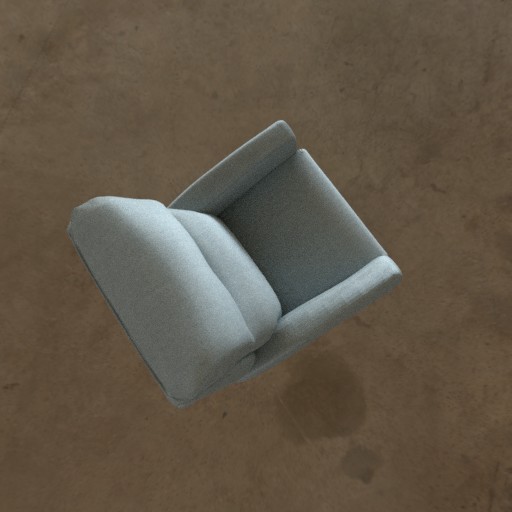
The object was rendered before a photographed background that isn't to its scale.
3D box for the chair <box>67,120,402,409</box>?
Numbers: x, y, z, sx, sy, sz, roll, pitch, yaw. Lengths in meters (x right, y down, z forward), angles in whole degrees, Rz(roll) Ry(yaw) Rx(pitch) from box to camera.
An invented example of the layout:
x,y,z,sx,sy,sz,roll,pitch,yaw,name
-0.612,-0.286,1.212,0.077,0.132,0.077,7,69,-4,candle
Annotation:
x,y,z,sx,sy,sz,roll,pitch,yaw,name
0.000,0.000,1.660,0.940,1.016,0.794,-34,79,-8,chair
